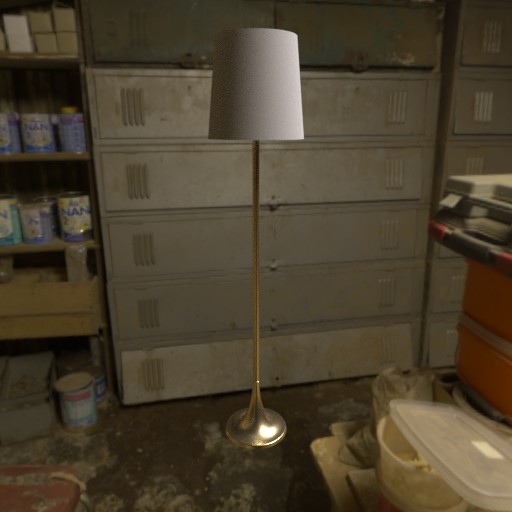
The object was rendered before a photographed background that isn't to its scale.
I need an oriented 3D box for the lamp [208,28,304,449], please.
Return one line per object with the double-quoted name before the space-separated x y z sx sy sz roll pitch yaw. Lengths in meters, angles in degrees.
"lamp" 0.000 0.000 1.689 0.337 1.543 0.337 0 16 0
